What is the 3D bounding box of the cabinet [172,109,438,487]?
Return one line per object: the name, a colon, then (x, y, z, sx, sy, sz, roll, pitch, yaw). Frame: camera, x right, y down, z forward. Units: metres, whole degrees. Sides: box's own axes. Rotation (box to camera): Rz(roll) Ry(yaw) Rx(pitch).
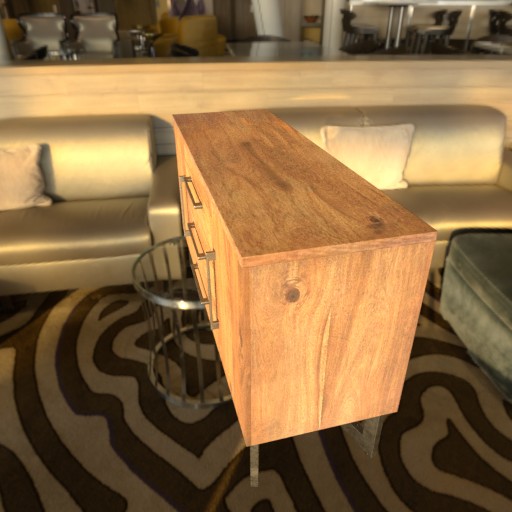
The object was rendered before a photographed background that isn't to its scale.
cabinet: (0.000, 0.000, 1.720, 0.480, 0.812, 1.373, -8, 31, -13)
